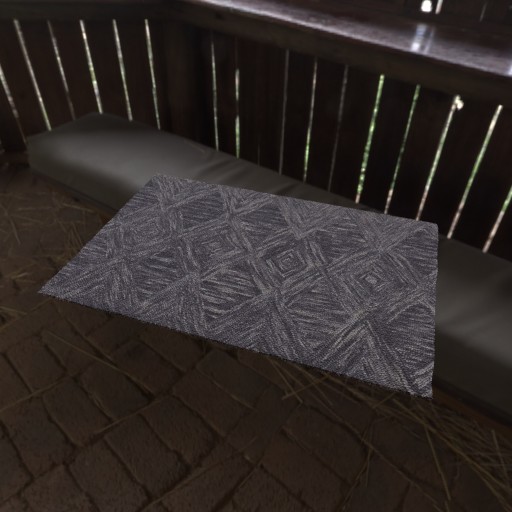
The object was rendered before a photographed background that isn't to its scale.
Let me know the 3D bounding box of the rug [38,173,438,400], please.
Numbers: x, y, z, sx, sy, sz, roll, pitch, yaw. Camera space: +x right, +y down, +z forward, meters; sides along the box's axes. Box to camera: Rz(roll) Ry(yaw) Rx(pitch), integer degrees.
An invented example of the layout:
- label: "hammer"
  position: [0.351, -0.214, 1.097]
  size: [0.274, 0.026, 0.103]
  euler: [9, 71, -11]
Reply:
- label: "rug"
  position: [0.000, 0.000, 2.332]
  size: [1.814, 0.012, 1.186]
  euler: [12, 42, 14]
